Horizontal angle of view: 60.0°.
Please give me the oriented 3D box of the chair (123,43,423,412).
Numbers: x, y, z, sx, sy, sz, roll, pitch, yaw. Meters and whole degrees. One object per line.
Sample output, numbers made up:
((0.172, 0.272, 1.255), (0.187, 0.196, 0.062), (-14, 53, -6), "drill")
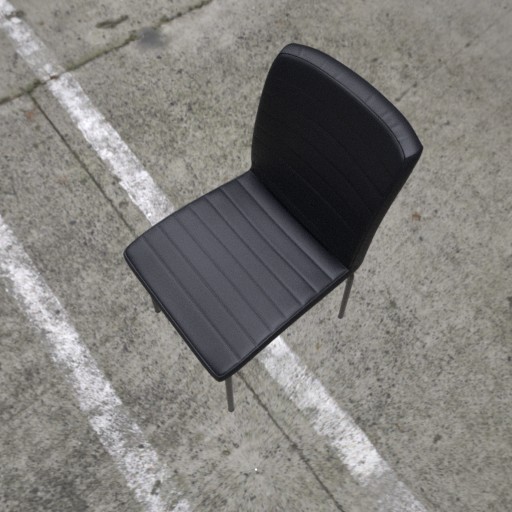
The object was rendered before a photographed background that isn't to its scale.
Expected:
((0.000, 0.000, 1.189), (0.572, 0.872, 0.450), (-36, 69, -16), "chair")
